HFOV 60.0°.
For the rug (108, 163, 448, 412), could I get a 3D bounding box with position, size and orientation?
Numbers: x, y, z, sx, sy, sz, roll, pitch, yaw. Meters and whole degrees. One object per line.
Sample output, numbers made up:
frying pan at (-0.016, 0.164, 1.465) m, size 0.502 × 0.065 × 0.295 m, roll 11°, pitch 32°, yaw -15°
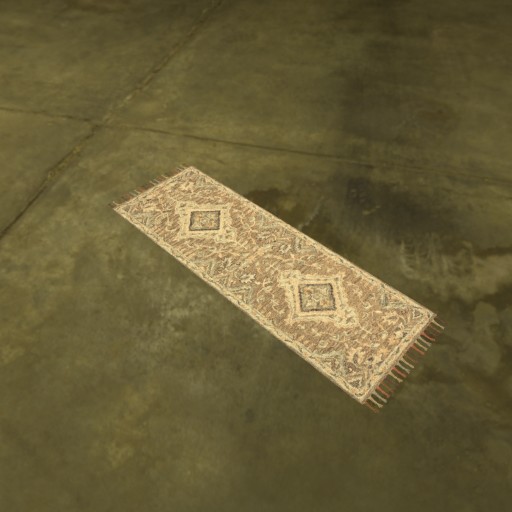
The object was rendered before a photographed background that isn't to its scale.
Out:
rug at (0.000, 0.000, 2.835) m, size 1.324 × 0.018 × 2.378 m, roll -23°, pitch 50°, yaw -21°
